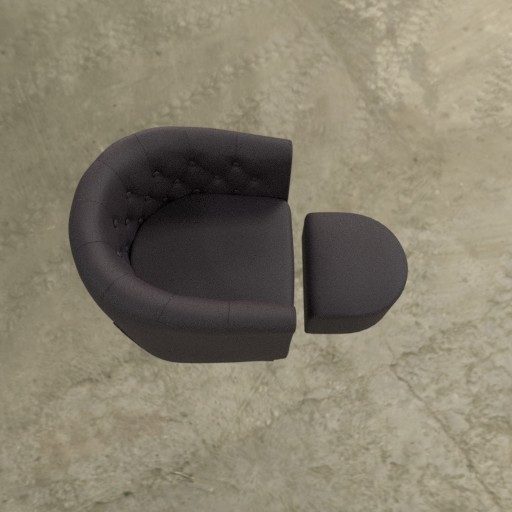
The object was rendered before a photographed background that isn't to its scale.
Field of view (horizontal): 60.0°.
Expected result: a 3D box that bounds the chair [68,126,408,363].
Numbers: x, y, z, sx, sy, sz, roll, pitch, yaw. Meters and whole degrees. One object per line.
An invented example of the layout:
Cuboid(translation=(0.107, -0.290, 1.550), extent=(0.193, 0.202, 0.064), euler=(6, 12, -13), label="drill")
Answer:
Cuboid(translation=(0.000, 0.000, 1.706), extent=(1.191, 0.760, 0.763), euler=(1, 64, 0), label="chair")
